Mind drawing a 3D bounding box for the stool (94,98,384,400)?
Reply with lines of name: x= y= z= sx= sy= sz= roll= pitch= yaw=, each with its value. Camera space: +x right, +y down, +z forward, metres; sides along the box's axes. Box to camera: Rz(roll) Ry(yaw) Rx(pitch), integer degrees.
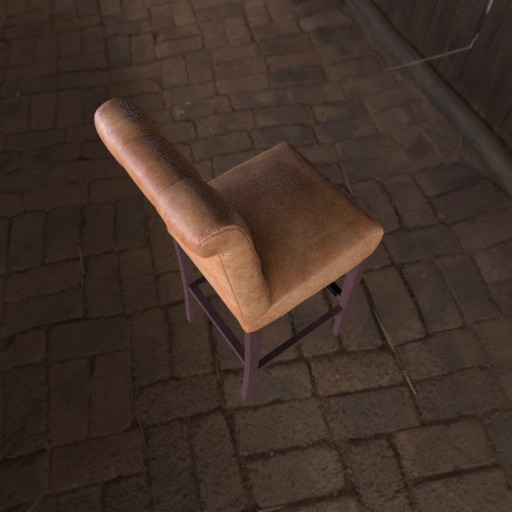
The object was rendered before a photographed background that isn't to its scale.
stool: x=0.000 y=0.000 z=1.433 sx=0.601 sy=1.140 sz=0.493 roll=-31 pitch=61 yaw=-19
